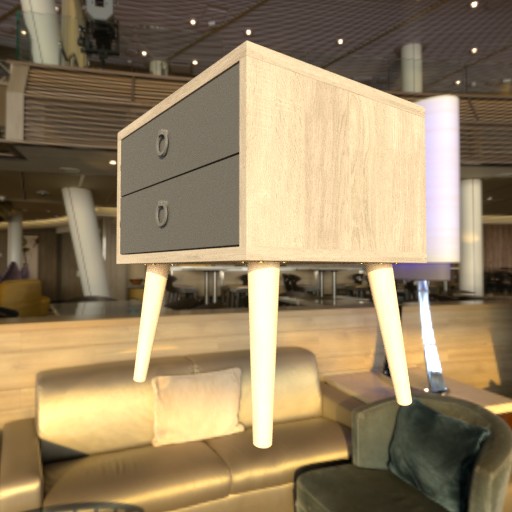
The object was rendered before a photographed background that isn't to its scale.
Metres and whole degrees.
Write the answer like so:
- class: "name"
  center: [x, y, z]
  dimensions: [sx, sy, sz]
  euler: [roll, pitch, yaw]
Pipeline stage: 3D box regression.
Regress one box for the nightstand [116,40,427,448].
- class: "nightstand"
  center: [0.000, 0.000, 0.812]
  dimensions: [0.380, 0.500, 0.450]
  euler: [1, -2, -36]
